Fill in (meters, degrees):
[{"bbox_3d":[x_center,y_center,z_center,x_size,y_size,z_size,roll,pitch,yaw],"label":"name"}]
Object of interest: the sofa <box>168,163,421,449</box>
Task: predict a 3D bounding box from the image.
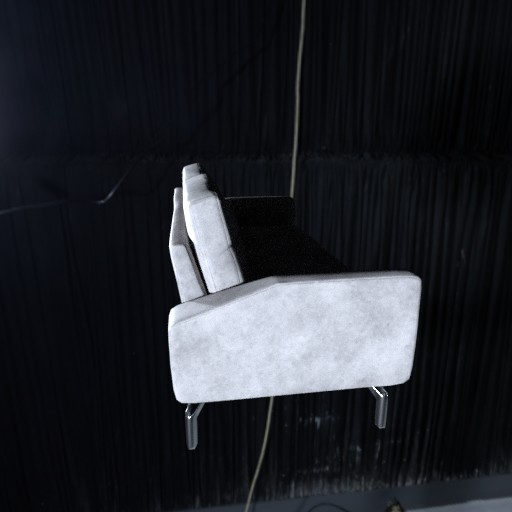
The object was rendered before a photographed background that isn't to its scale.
[{"bbox_3d":[0.000,0.000,2.309,0.849,0.859,1.837,-3,16,-9],"label":"sofa"}]
